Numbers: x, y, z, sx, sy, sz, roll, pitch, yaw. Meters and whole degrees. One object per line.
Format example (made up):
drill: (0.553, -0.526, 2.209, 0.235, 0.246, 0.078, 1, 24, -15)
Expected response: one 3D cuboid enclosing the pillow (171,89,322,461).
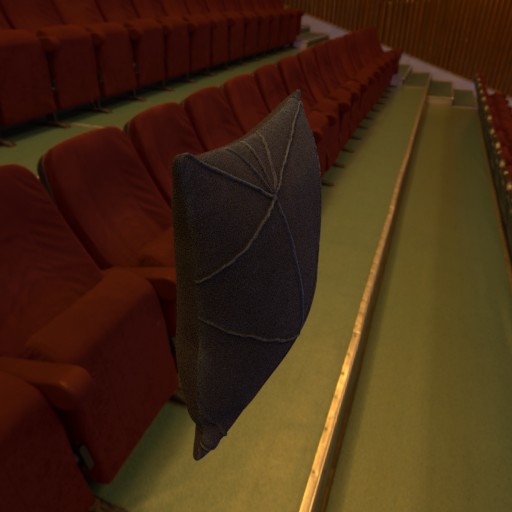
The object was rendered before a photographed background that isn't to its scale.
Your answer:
pillow: (0.000, 0.000, 0.691, 0.183, 0.440, 0.439, 11, 32, 18)
